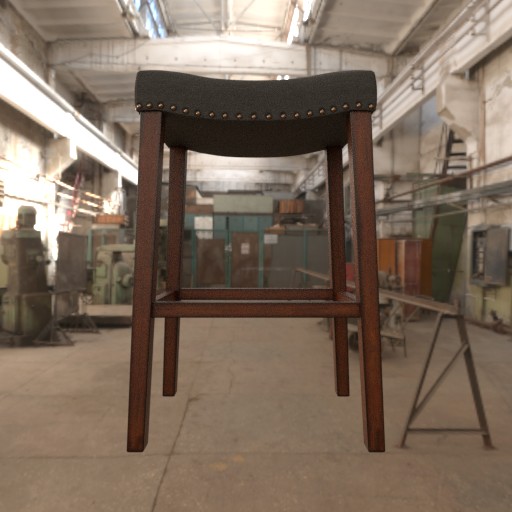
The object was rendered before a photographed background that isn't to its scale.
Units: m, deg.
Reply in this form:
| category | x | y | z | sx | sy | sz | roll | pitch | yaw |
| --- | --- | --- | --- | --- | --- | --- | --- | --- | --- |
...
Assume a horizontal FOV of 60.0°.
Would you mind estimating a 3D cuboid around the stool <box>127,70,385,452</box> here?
| category | x | y | z | sx | sy | sz | roll | pitch | yaw |
| --- | --- | --- | --- | --- | --- | --- | --- | --- | --- |
| stool | 0.000 | 0.000 | 1.037 | 0.502 | 0.760 | 0.366 | 0 | 1 | 0 |
